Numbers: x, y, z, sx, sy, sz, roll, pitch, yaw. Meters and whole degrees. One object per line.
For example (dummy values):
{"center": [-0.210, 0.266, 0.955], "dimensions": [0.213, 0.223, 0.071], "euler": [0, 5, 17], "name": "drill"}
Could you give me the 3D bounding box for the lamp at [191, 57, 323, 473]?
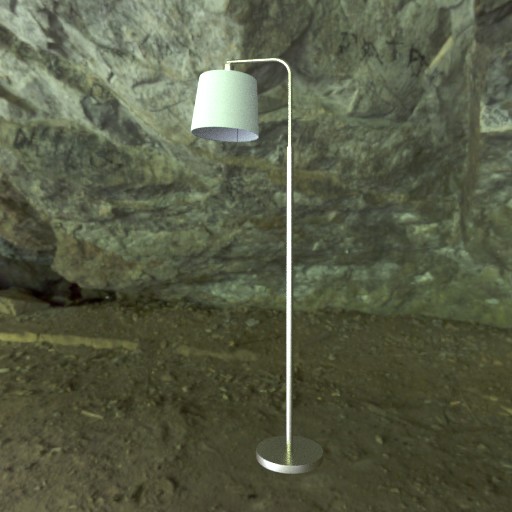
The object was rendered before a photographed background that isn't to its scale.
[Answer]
{"center": [0.000, 0.000, 1.657], "dimensions": [0.508, 1.478, 0.254], "euler": [0, 2, 19], "name": "lamp"}
